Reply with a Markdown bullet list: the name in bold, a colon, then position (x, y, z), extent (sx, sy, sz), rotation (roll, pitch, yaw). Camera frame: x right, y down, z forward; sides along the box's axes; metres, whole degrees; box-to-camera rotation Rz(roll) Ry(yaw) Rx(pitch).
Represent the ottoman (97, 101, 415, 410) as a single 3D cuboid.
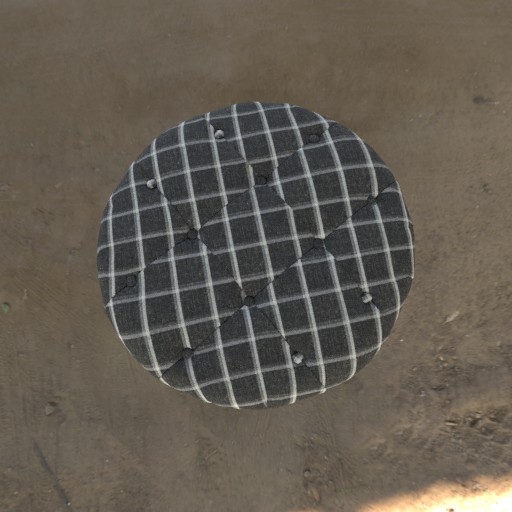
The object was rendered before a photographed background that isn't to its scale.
- **ottoman**: position (0.000, 0.000, 1.393), extent (0.901, 0.439, 0.901), rotation (0, 76, 0)
